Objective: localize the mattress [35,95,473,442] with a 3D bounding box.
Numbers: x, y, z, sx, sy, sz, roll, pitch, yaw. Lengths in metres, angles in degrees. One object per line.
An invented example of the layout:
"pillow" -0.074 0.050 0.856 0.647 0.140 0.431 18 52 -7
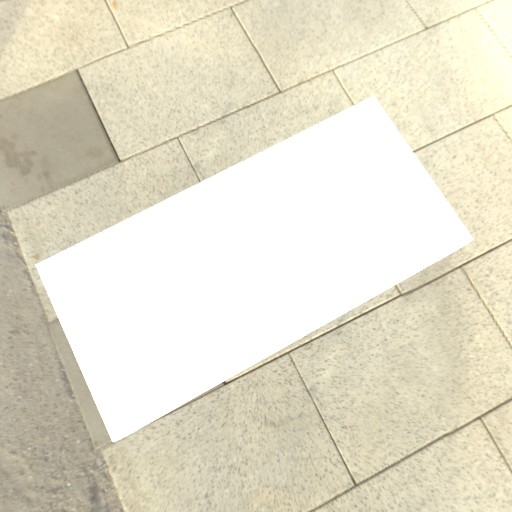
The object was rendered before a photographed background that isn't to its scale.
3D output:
"mattress" 0.000 0.000 2.191 1.900 0.200 0.900 -28 77 -7
